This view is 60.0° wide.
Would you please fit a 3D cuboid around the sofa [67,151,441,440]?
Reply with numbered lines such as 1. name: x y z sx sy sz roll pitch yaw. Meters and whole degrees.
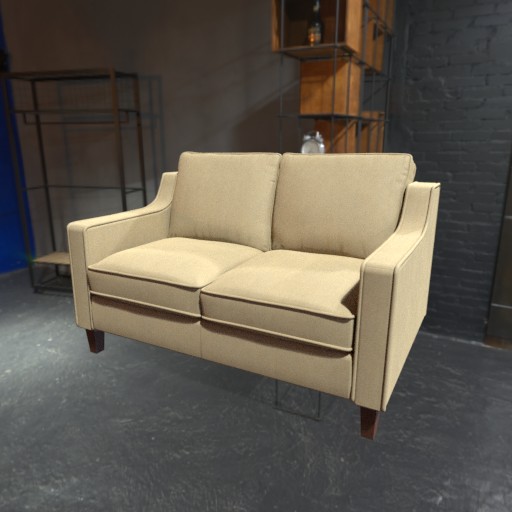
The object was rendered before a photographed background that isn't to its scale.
1. sofa: 0.000 0.000 2.148 1.501 0.971 0.987 8 17 27
